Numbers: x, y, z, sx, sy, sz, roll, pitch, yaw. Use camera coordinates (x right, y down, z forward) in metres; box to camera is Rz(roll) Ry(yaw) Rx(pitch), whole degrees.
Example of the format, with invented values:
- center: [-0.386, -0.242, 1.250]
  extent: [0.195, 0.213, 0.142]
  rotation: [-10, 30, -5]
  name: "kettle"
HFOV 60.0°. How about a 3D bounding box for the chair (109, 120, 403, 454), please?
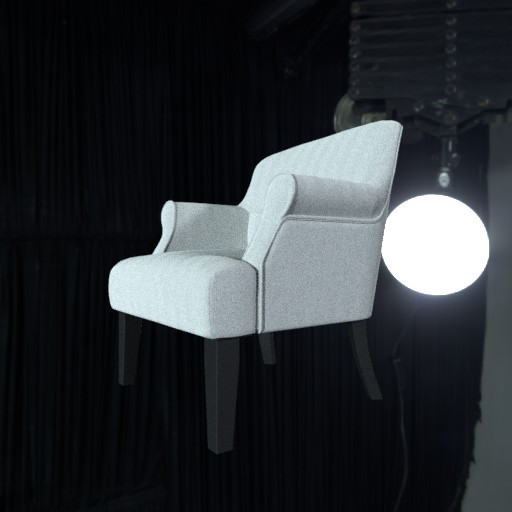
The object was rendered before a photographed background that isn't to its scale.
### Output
- center: [0.000, 0.000, 1.446]
  extent: [0.750, 0.875, 0.781]
  rotation: [0, 0, -35]
  name: "chair"
